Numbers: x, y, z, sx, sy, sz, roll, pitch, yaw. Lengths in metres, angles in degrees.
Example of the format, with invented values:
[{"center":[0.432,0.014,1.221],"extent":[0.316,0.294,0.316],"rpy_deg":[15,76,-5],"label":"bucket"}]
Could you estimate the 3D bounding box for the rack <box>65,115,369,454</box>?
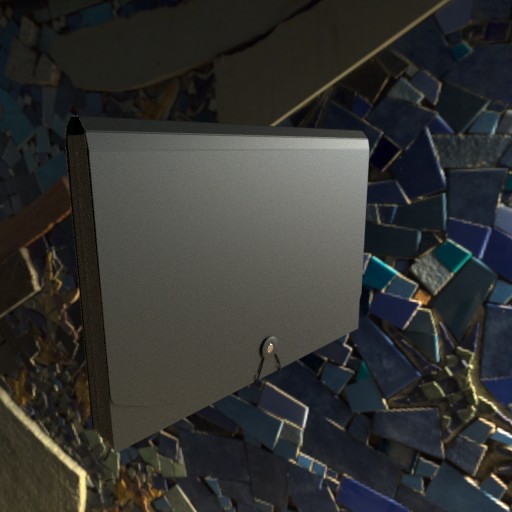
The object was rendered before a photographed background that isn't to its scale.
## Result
[{"center":[0.000,0.000,0.424],"extent":[0.041,0.241,0.330],"rpy_deg":[13,19,43],"label":"rack"}]
